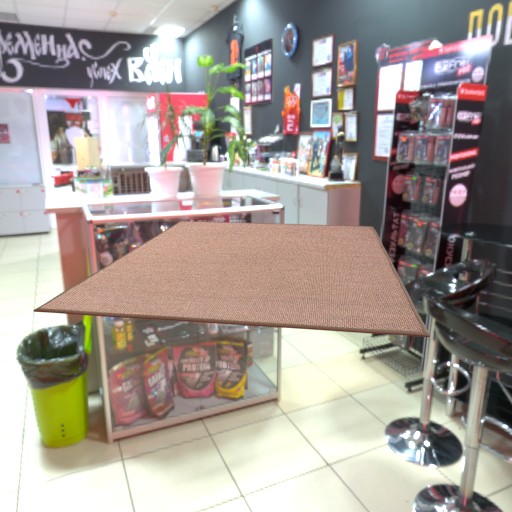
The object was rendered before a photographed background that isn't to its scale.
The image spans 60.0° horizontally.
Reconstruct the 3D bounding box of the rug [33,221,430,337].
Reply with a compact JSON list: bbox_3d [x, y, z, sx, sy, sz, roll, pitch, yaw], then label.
[{"bbox_3d":[0.000,0.000,4.065,2.413,0.020,3.041,2,16,8],"label":"rug"}]
